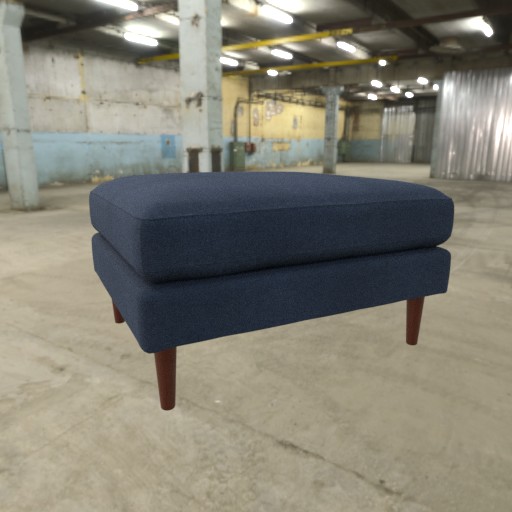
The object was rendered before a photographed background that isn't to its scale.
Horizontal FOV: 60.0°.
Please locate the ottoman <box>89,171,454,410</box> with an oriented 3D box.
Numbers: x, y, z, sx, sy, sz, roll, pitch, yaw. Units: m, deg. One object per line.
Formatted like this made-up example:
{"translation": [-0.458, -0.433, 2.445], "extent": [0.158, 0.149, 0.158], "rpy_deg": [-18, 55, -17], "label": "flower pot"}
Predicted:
{"translation": [0.000, 0.000, 1.283], "extent": [0.821, 0.474, 0.693], "rpy_deg": [-7, 15, -26], "label": "ottoman"}
